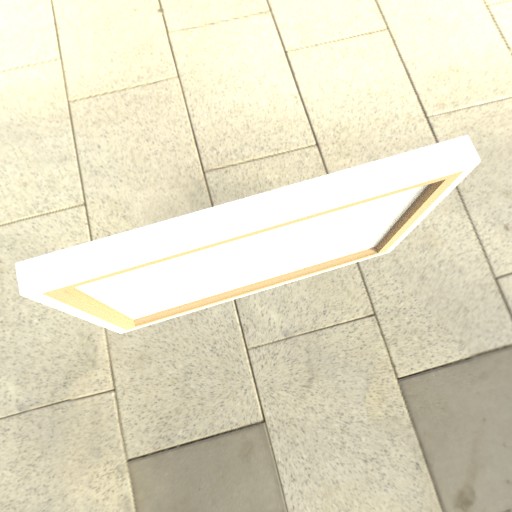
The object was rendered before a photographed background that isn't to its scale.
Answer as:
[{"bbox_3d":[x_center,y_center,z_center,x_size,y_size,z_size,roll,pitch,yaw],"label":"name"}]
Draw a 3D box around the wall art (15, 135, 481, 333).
[{"bbox_3d":[0.000,0.000,0.763,0.608,0.414,0.042,-16,74,-5],"label":"wall art"}]
